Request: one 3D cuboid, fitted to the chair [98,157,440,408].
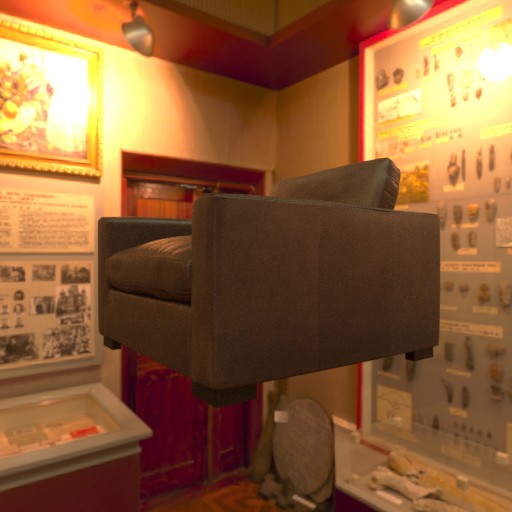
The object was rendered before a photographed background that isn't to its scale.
[{"bbox_3d":[0.000,0.000,1.874,1.069,0.812,1.100,0,0,-35],"label":"chair"}]
